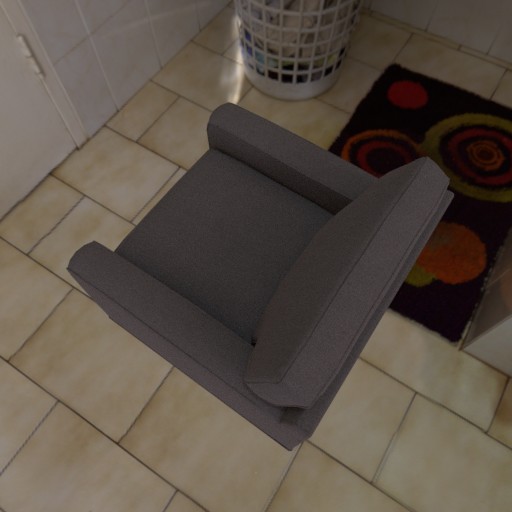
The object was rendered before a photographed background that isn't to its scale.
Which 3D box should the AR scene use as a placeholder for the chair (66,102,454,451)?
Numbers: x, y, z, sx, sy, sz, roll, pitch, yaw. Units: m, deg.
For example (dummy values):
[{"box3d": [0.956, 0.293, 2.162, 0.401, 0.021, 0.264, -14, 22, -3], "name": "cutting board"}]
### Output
[{"box3d": [0.000, 0.000, 1.778, 1.043, 0.913, 0.997, 32, 68, 15], "name": "chair"}]
